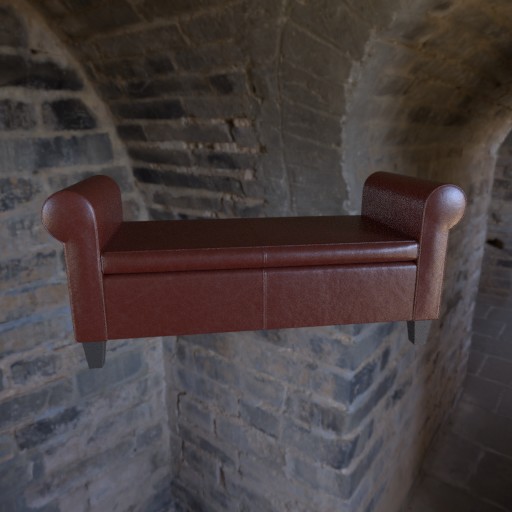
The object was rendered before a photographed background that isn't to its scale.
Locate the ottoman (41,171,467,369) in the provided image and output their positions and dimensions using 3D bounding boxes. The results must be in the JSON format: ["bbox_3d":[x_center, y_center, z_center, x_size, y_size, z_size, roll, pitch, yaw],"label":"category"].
[{"bbox_3d":[0.000,0.000,1.582,1.256,0.547,0.521,-2,16,-8],"label":"ottoman"}]
